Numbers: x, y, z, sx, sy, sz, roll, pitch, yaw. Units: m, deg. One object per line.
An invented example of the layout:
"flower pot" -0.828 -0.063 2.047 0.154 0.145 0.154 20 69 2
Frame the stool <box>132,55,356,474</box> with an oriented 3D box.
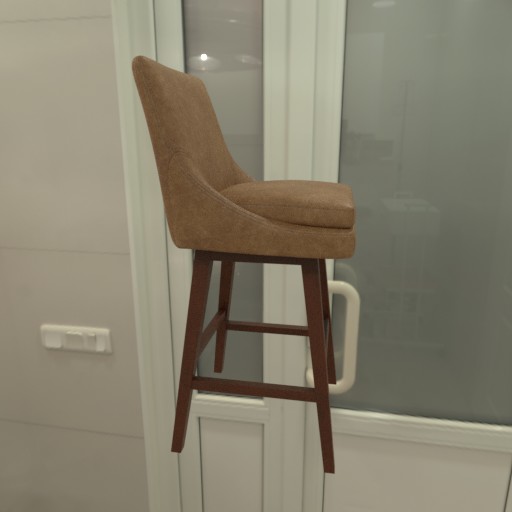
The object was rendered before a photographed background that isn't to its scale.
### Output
"stool" 0.000 0.000 1.347 0.572 1.079 0.487 3 15 10
